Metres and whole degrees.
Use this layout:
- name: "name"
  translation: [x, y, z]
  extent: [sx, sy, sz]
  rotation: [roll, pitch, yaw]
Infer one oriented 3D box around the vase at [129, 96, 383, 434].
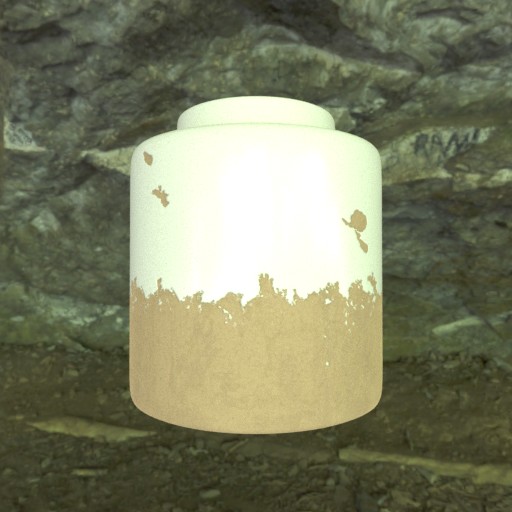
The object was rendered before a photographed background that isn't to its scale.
- name: "vase"
  translation: [0.000, 0.000, 0.279]
  extent: [0.153, 0.167, 0.153]
  rotation: [0, -1, 0]
